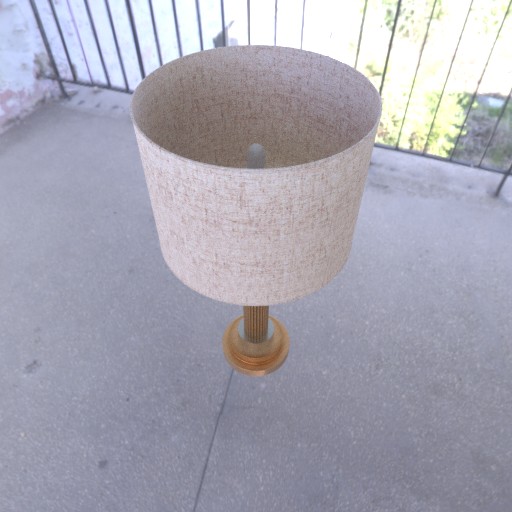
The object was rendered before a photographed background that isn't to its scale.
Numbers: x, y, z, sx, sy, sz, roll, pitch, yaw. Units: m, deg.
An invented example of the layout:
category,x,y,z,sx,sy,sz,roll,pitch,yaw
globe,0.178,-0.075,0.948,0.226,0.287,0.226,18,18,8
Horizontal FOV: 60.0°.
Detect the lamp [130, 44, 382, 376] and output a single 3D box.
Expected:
category,x,y,z,sx,sy,sz,roll,pitch,yaw
lamp,0.000,0.000,0.796,0.321,0.610,0.321,18,50,16
